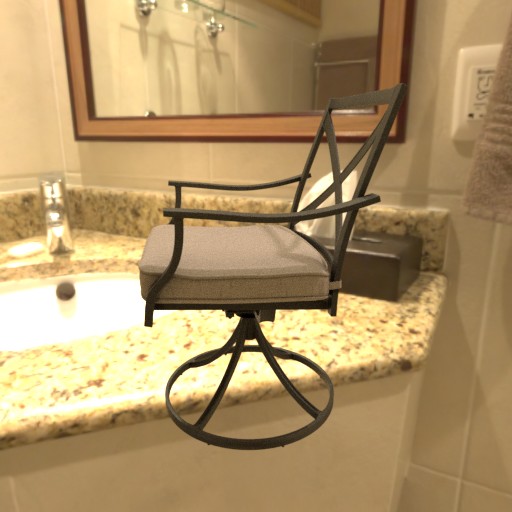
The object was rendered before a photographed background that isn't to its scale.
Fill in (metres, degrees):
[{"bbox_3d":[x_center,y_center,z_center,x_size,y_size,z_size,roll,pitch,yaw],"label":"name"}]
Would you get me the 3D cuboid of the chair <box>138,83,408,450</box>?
[{"bbox_3d":[0.000,0.000,1.267,0.620,0.889,0.575,-3,16,-9],"label":"chair"}]
